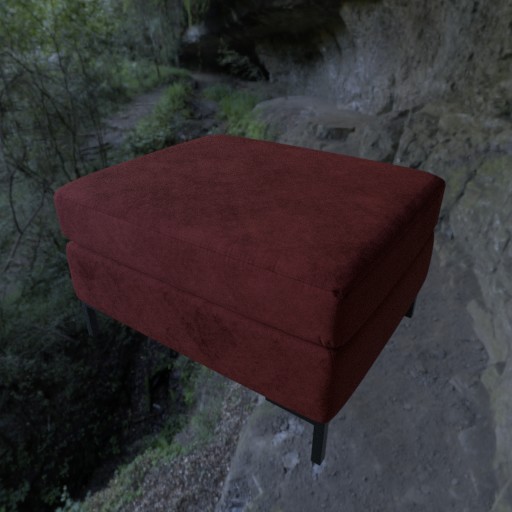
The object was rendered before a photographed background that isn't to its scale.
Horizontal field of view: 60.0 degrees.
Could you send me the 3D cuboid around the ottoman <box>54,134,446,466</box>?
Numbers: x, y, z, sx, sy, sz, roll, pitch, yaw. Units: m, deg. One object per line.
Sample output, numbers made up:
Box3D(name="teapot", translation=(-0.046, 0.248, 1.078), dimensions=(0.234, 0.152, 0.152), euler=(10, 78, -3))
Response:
Box3D(name="ottoman", translation=(0.000, 0.000, 1.186), dimensions=(0.782, 0.462, 0.650), euler=(19, 34, 29))
